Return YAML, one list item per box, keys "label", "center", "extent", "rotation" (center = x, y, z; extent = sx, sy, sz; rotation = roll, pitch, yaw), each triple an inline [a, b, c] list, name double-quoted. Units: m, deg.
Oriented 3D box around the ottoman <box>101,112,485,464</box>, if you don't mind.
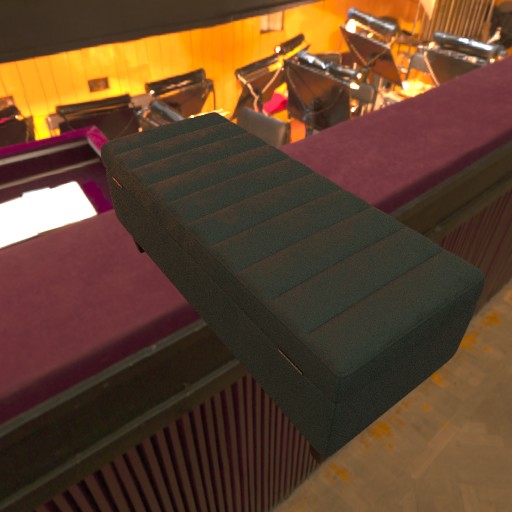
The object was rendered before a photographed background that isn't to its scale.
- label: "ottoman"
  center: [0.000, 0.000, 1.372]
  extent: [0.482, 0.469, 1.151]
  rotation: [-26, 47, -27]
